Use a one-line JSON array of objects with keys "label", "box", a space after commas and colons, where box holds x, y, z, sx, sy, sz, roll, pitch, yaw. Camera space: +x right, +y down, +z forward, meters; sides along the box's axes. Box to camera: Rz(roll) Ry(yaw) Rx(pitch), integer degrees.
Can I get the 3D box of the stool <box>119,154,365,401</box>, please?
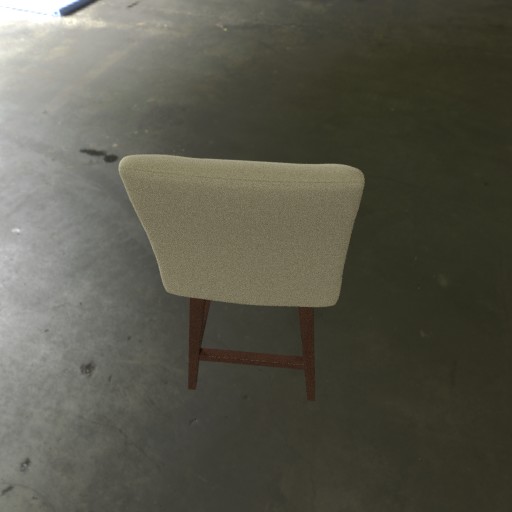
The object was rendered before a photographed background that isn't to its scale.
[{"label": "stool", "box": [0.000, 0.000, 1.292, 0.483, 0.991, 0.559, 4, 47, 4]}]
